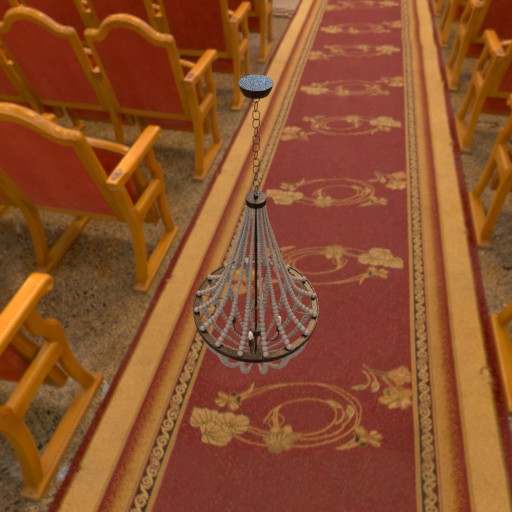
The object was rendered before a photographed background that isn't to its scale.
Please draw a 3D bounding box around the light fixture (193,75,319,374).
[{"bbox_3d":[0.000,0.000,1.403,0.450,1.133,0.450,0,47,0],"label":"light fixture"}]
